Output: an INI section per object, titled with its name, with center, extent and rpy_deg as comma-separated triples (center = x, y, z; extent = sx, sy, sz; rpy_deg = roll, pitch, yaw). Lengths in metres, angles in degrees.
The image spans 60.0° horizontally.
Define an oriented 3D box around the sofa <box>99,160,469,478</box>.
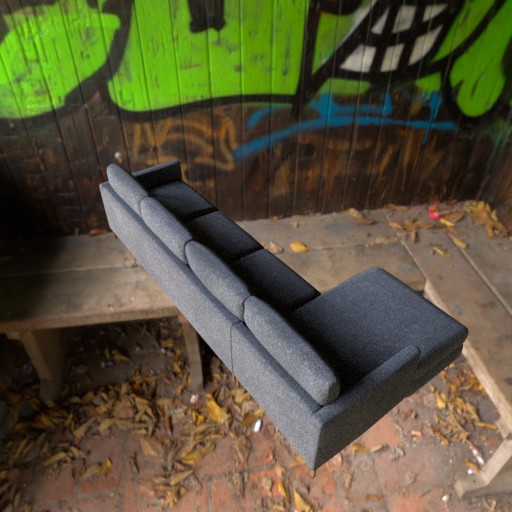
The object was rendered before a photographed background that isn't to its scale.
[sofa]
center = 0.000, 0.000, 3.475
extent = 1.350, 0.810, 2.932
rpy_deg = -26, 46, -27
